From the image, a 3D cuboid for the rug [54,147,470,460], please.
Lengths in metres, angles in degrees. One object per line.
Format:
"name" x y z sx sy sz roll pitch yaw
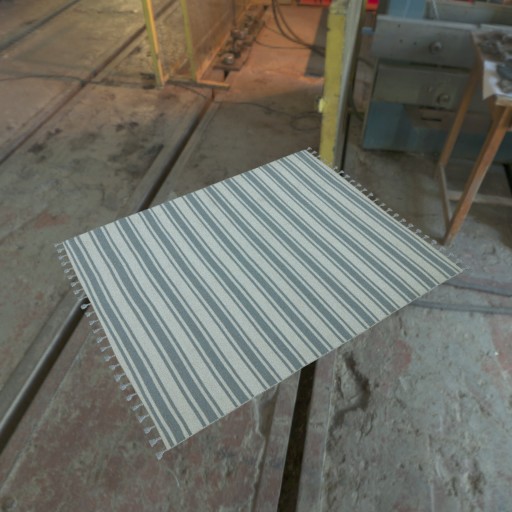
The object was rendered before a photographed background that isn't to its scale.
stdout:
"rug" 0.000 0.000 4.236 3.201 0.005 2.439 -25 51 -22
